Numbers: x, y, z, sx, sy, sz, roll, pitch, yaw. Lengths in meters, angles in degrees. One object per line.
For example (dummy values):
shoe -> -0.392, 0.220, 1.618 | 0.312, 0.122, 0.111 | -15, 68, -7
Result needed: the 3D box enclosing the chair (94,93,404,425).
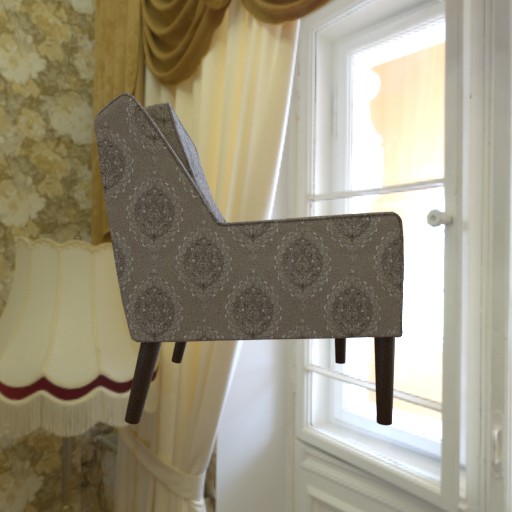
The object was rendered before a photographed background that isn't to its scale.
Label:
chair -> 0.000, 0.000, 1.348 | 0.750, 0.797, 0.665 | 0, 1, 0
